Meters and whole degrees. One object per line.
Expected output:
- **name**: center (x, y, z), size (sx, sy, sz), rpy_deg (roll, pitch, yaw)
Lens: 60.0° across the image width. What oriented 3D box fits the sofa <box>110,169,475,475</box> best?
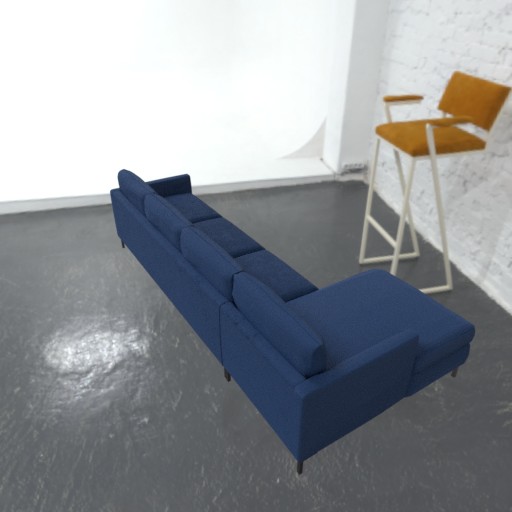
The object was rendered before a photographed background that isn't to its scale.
- **sofa**: center (0.000, 0.000, 2.864), size (1.128, 0.679, 2.450), rpy_deg (-18, 35, -28)
